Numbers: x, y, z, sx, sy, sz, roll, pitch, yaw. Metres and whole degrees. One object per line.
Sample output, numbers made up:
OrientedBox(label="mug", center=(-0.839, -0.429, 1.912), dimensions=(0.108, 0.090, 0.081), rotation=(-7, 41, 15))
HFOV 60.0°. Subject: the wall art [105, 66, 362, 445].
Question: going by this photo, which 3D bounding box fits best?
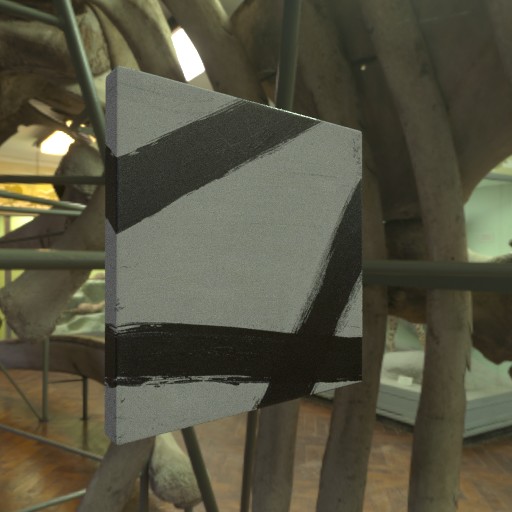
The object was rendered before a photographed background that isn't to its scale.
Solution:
OrientedBox(label="wall art", center=(0.000, 0.000, 0.763), dimensions=(0.507, 0.508, 0.050), rotation=(0, -1, -38))
